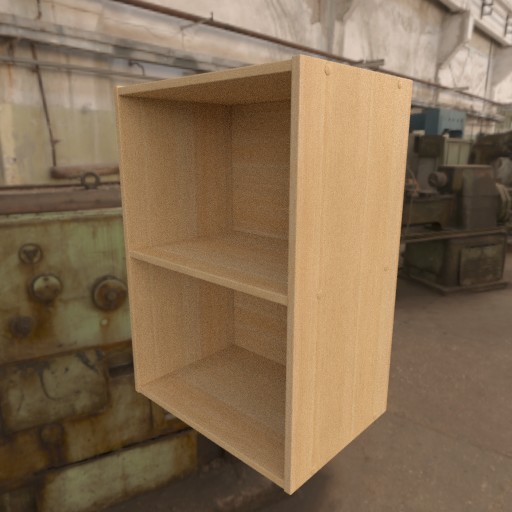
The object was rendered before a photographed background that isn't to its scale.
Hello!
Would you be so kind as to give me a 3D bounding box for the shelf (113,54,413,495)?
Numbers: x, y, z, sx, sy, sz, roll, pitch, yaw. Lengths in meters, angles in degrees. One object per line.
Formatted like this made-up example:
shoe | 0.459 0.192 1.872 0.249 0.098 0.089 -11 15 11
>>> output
shelf | 0.000 0.000 0.809 0.414 0.592 0.290 13 19 42
